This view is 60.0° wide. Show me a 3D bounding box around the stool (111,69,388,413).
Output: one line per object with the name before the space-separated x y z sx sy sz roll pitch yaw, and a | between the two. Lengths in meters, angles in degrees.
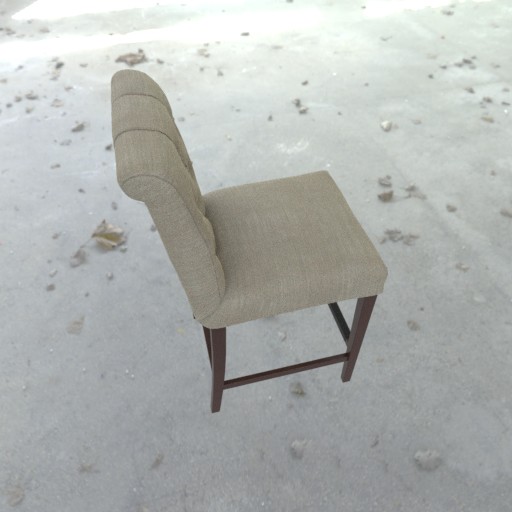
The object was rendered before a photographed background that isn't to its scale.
stool | 0.000 0.000 1.405 0.660 1.084 0.486 -10 48 -10
